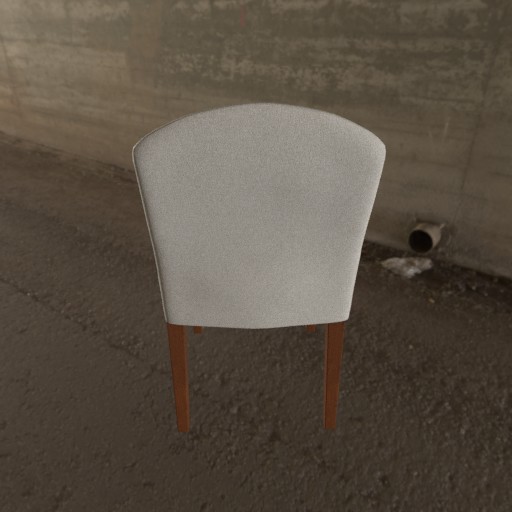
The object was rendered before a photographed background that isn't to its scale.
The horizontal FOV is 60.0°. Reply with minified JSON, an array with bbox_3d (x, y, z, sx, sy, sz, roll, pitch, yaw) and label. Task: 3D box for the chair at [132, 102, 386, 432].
[{"bbox_3d":[0.000,0.000,1.202,0.472,0.893,0.540,-1,29,-1],"label":"chair"}]
